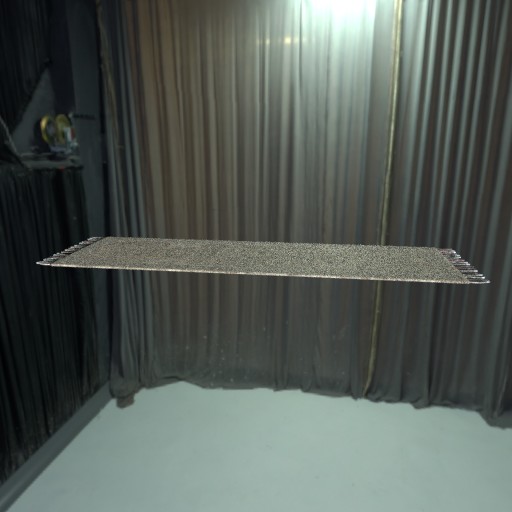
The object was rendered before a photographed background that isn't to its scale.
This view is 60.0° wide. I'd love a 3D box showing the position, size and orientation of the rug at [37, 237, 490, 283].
[{"bbox_3d":[0.000,0.000,2.913,2.664,0.011,0.762,2,16,8],"label":"rug"}]
